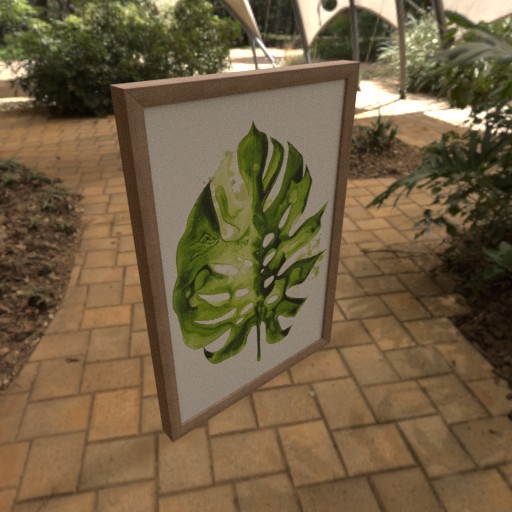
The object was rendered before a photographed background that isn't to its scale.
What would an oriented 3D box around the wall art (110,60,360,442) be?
[{"bbox_3d":[0.000,0.000,0.657,0.356,0.509,0.031,-22,36,-34],"label":"wall art"}]
